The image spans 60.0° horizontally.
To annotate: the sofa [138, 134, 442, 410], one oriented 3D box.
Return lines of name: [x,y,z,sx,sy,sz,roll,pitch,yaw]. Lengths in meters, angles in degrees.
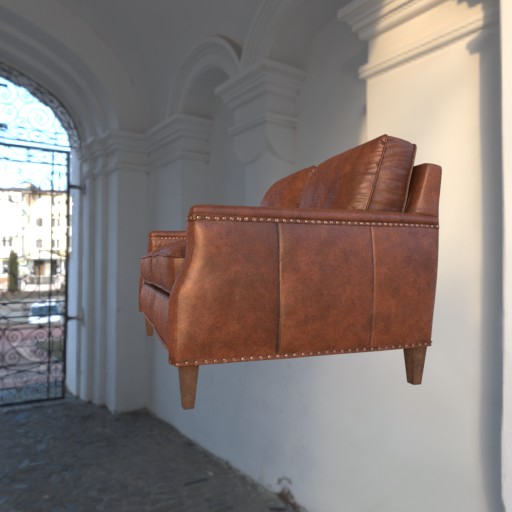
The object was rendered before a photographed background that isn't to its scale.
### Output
sofa: [0.000,0.000,2.289,1.083,1.003,1.628,0,0,-18]
